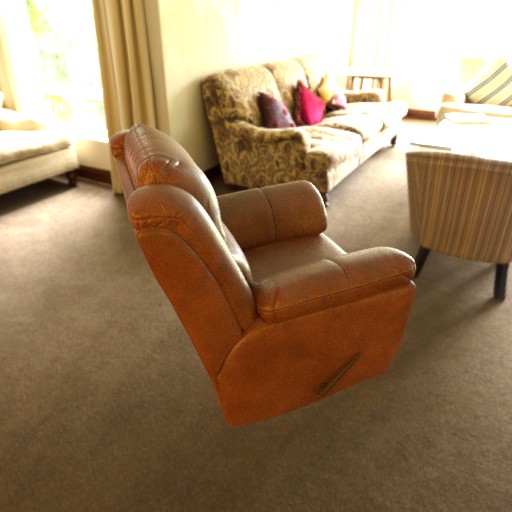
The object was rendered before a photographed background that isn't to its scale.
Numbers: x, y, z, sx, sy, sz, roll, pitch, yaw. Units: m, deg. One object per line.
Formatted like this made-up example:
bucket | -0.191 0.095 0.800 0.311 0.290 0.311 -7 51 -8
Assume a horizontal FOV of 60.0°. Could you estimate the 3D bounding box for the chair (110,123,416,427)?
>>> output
chair | 0.000 0.000 1.929 1.041 1.093 0.990 -10 31 -17
